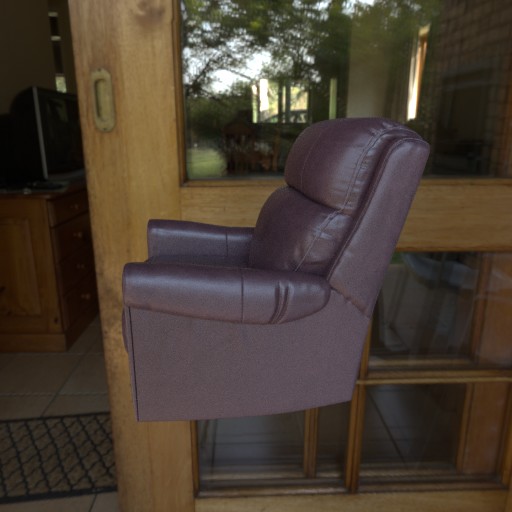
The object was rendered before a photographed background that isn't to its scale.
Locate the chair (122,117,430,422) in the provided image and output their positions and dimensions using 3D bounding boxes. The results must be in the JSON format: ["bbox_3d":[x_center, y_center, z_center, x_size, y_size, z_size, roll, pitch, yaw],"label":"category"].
[{"bbox_3d":[0.000,0.000,1.774,1.014,1.054,0.838,-2,16,-7],"label":"chair"}]
